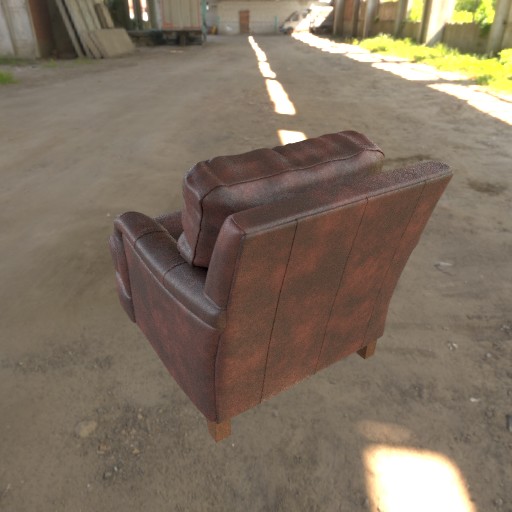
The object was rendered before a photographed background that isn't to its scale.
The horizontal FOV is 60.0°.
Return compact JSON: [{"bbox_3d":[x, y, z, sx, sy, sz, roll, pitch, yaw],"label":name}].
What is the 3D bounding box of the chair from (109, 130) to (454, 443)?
[{"bbox_3d":[0.000,0.000,1.932,0.987,1.051,1.156,-19,34,-30],"label":"chair"}]
